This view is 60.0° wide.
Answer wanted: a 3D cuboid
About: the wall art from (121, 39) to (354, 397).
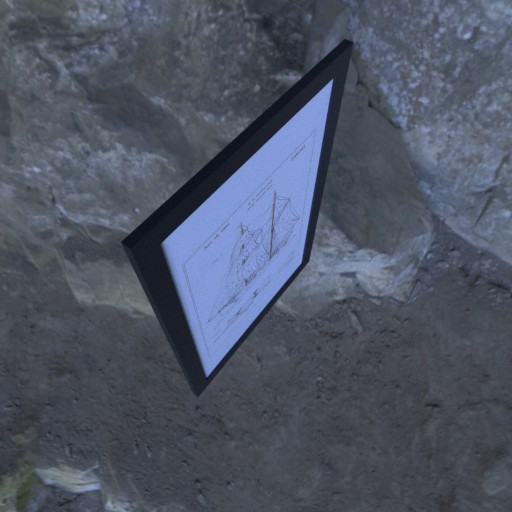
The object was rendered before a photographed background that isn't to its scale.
[{"bbox_3d":[0.000,0.000,0.699,0.013,0.534,0.381,33,64,18],"label":"wall art"}]
